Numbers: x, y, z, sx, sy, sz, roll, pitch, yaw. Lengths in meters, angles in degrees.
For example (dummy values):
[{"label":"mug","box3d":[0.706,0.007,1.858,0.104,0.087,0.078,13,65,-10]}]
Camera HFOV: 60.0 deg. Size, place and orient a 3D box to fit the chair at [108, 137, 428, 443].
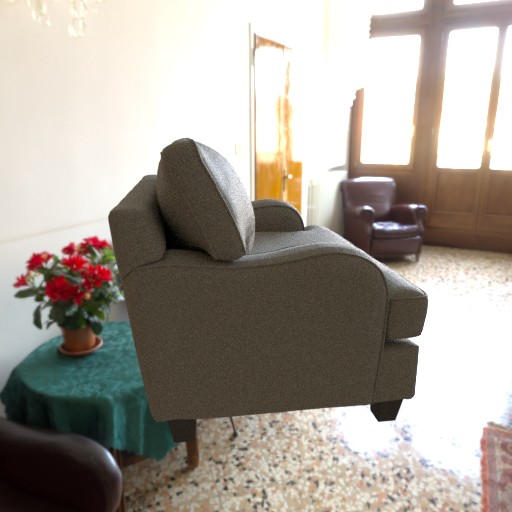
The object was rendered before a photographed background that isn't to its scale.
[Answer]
[{"label":"chair","box3d":[0.000,0.000,1.969,1.040,1.016,1.220,-2,15,-9]}]
